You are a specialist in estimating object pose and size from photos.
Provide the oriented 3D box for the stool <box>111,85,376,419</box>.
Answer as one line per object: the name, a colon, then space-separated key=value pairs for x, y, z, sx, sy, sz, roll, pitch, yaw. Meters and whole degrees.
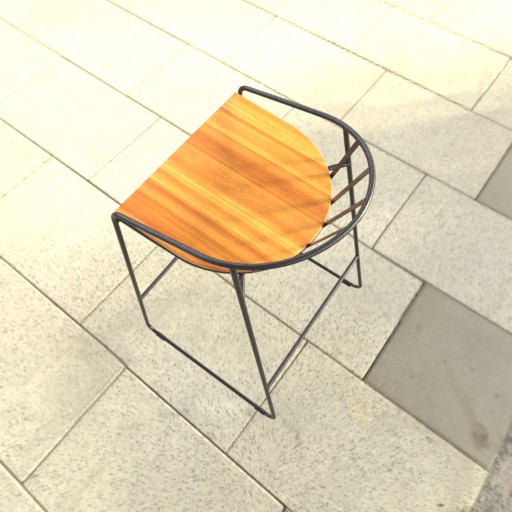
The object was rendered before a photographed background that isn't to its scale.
stool: x=0.000 y=0.000 z=1.180 sx=0.521 sy=0.812 sz=0.546 roll=32 pitch=68 yaw=15
